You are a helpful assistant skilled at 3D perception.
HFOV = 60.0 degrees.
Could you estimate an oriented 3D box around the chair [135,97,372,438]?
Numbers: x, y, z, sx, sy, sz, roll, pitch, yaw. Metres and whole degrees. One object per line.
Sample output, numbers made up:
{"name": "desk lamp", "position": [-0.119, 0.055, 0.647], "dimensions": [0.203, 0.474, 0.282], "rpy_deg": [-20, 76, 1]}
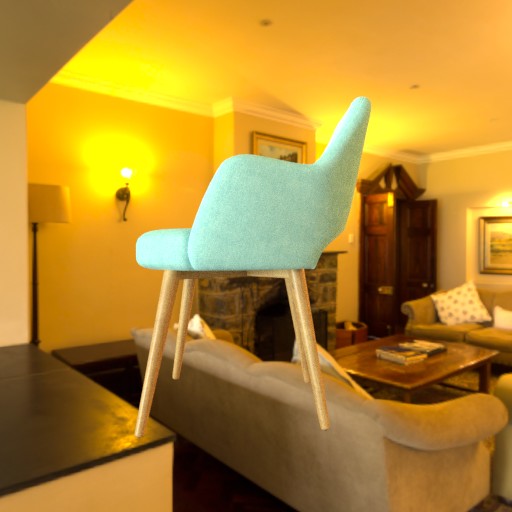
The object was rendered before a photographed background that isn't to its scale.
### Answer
{"name": "chair", "position": [0.000, 0.000, 1.254], "dimensions": [0.610, 0.840, 0.590], "rpy_deg": [0, 1, 0]}
